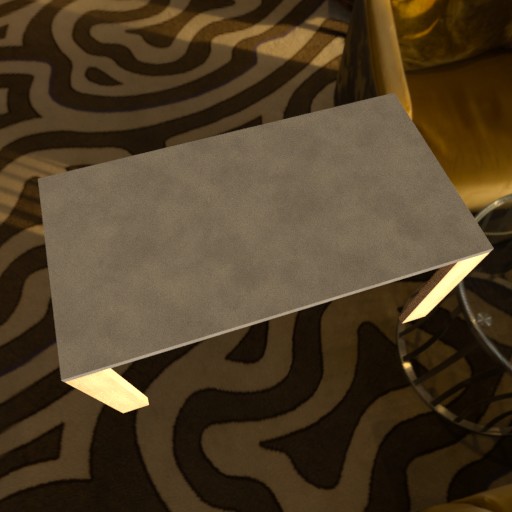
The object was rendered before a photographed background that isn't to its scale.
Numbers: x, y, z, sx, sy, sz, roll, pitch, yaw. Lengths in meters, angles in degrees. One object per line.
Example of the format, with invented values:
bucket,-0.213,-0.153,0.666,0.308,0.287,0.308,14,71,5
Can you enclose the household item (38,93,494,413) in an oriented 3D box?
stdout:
household item,0.000,0.000,2.072,1.600,0.755,0.850,-16,64,-8
